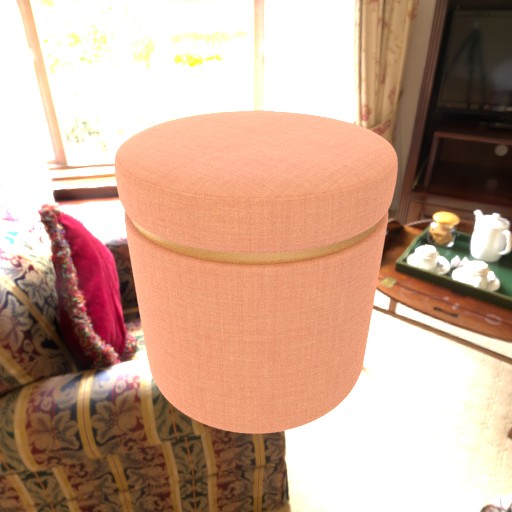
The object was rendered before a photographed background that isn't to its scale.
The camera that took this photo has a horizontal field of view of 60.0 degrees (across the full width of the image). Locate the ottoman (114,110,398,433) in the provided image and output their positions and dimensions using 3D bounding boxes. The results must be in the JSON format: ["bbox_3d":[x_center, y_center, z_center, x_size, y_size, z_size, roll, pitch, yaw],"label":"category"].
[{"bbox_3d":[0.000,0.000,0.735,0.400,0.406,0.400,0,31,0],"label":"ottoman"}]
